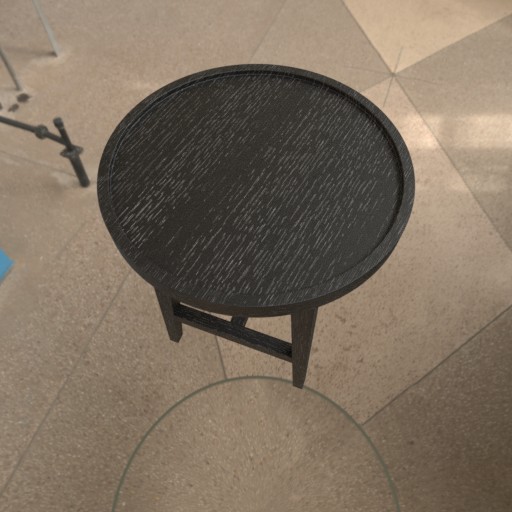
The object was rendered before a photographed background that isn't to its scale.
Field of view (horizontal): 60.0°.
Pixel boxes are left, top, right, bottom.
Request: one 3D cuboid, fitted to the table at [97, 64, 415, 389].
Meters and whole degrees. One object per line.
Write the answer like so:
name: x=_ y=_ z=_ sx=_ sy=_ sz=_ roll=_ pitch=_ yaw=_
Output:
table: x=0.000 y=0.000 z=0.761 sx=0.399 sy=0.460 sz=0.399 roll=0 pitch=59 yaw=0
